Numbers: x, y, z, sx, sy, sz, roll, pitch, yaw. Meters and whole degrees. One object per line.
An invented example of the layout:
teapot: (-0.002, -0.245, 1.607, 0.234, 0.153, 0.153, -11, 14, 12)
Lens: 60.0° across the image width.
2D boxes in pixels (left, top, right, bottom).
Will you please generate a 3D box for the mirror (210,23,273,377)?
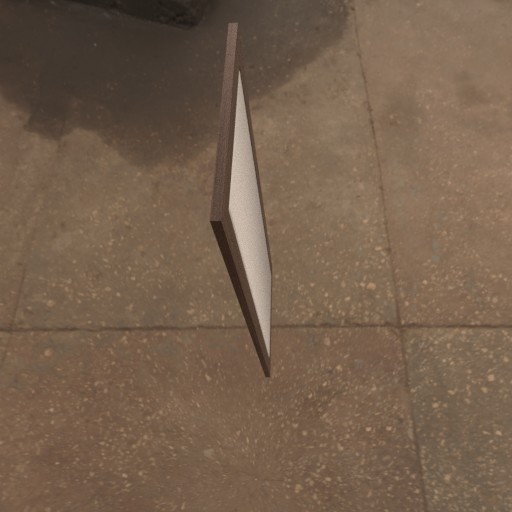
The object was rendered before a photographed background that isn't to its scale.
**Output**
mirror: (0.000, 0.000, 2.275, 0.221, 2.020, 0.812, 2, 63, 1)
